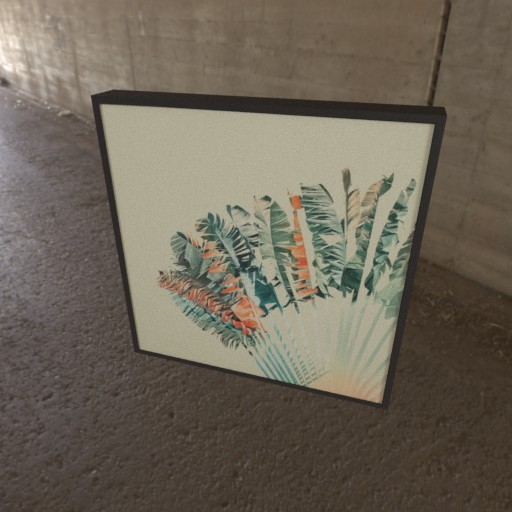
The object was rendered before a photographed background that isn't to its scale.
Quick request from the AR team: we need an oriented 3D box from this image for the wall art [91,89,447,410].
[{"bbox_3d":[0.000,0.000,0.448,0.302,0.300,0.036,9,30,15],"label":"wall art"}]
